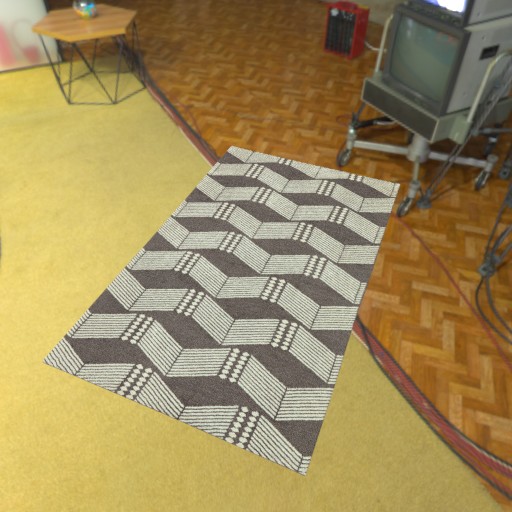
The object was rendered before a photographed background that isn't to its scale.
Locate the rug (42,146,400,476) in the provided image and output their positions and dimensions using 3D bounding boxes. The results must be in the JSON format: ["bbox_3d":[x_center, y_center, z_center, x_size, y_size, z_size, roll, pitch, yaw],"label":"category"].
[{"bbox_3d":[0.000,0.000,3.014,1.517,0.011,2.435,17,47,16],"label":"rug"}]
